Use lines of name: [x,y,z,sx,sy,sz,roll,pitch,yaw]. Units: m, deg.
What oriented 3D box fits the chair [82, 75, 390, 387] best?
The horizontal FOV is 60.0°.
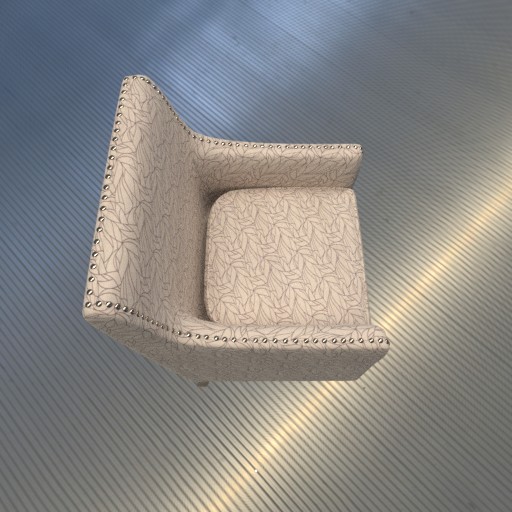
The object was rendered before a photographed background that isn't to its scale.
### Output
chair: [0.000,0.000,1.287,0.651,0.816,0.623,0,64,0]
